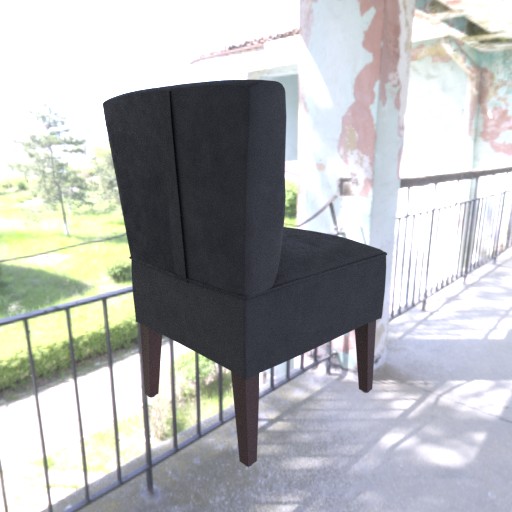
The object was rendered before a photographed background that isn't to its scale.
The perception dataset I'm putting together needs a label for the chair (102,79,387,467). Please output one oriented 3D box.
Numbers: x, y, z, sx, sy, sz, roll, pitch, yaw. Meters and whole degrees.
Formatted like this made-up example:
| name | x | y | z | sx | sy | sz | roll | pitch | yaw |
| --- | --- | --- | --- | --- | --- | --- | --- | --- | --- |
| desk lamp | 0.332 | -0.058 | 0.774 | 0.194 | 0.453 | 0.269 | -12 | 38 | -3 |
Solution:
| name | x | y | z | sx | sy | sz | roll | pitch | yaw |
| --- | --- | --- | --- | --- | --- | --- | --- | --- | --- |
| chair | 0.000 | 0.000 | 1.166 | 0.521 | 0.806 | 0.554 | 14 | 20 | 43 |
